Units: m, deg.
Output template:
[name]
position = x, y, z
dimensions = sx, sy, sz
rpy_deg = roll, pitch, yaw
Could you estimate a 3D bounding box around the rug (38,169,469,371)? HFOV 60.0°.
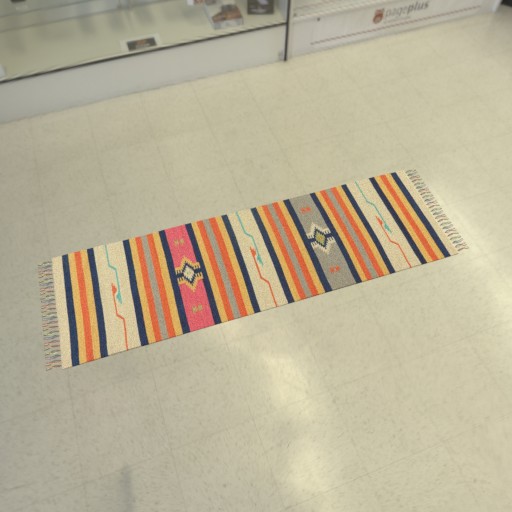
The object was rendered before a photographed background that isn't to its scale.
[rug]
position = 0.000, 0.000, 2.607
dimensions = 2.455, 0.017, 0.695
rpy_deg = -15, 59, -9
